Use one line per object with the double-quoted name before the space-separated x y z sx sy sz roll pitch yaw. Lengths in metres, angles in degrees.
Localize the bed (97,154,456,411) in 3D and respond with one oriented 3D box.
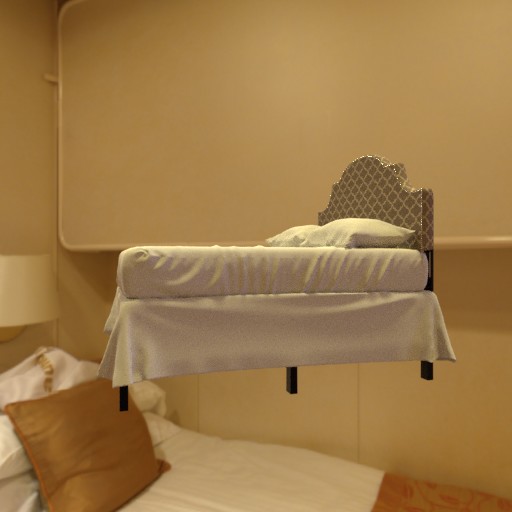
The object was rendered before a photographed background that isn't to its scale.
"bed" 0.000 0.000 3.355 2.222 1.633 1.780 0 0 -18
